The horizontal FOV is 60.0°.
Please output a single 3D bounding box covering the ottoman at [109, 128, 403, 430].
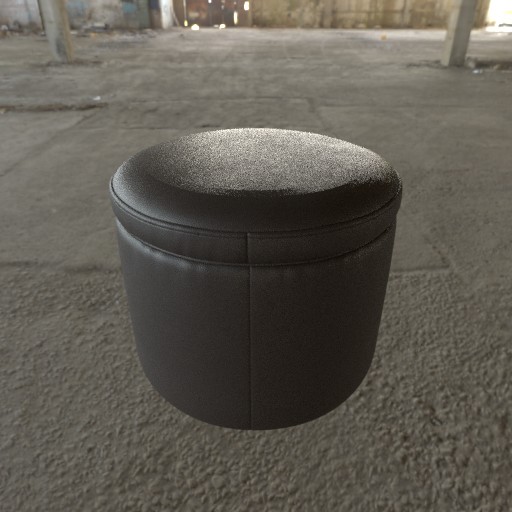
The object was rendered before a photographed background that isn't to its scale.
[{"bbox_3d":[0.000,0.000,0.861,0.500,0.409,0.500,0,29,0],"label":"ottoman"}]
